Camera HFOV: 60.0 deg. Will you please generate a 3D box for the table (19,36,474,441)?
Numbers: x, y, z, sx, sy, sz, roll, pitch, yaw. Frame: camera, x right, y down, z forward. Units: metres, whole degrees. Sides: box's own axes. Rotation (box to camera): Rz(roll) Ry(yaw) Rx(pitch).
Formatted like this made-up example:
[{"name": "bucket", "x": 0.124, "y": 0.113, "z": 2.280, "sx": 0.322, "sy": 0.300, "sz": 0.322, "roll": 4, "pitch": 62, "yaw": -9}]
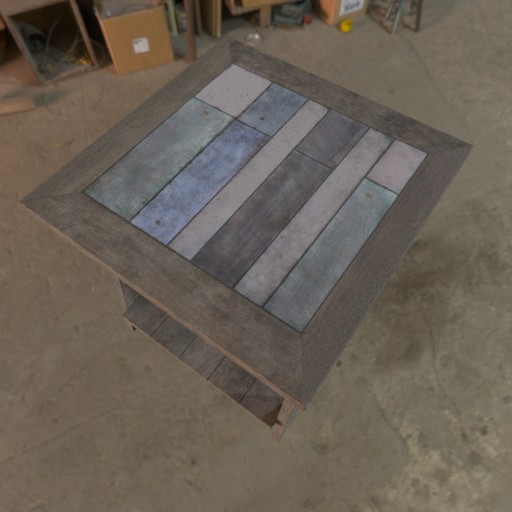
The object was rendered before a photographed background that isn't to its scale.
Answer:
[{"name": "table", "x": 0.000, "y": 0.000, "z": 1.091, "sx": 0.610, "sy": 0.610, "sz": 0.610, "roll": 32, "pitch": 64, "yaw": 17}]
